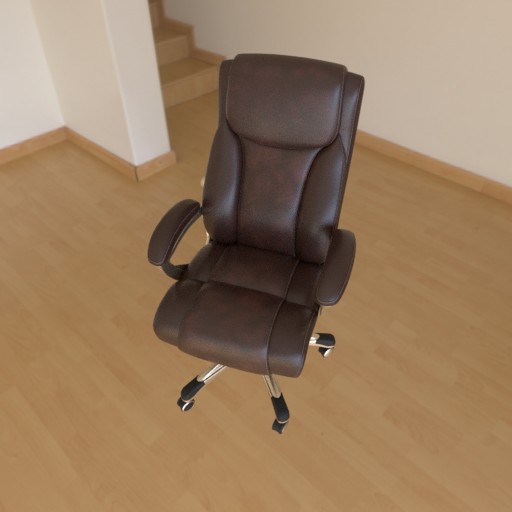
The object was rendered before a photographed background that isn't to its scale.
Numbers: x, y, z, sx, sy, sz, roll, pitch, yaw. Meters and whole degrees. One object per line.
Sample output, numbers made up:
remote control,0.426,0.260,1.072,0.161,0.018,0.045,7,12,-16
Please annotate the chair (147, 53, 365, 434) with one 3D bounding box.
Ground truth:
chair,0.000,0.000,1.611,0.692,1.194,0.749,12,44,13
